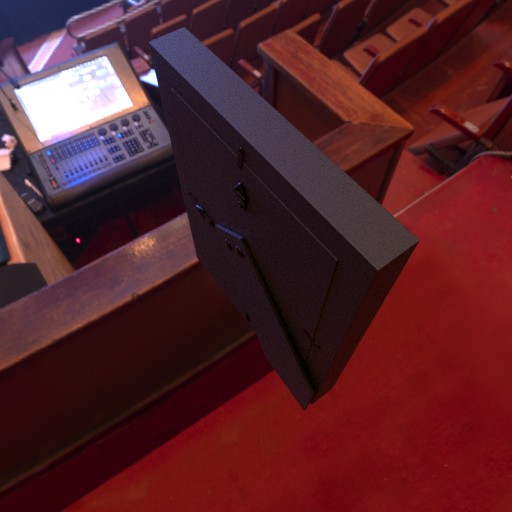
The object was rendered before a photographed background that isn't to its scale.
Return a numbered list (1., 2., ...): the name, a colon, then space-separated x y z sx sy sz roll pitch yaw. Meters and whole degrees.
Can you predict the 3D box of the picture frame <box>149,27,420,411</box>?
1. picture frame: 0.000 0.000 0.274 0.028 0.208 0.157 -33 65 -18
